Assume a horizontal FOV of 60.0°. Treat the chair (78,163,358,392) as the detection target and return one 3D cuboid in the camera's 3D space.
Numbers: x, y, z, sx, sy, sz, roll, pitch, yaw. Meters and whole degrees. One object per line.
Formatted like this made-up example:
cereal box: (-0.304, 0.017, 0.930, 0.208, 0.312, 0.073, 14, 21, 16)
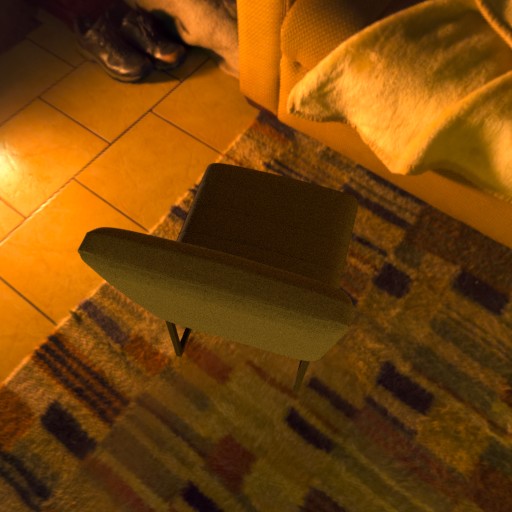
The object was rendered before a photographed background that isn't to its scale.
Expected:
chair: (0.000, 0.000, 1.303, 0.520, 0.930, 0.634, 15, 64, 7)
